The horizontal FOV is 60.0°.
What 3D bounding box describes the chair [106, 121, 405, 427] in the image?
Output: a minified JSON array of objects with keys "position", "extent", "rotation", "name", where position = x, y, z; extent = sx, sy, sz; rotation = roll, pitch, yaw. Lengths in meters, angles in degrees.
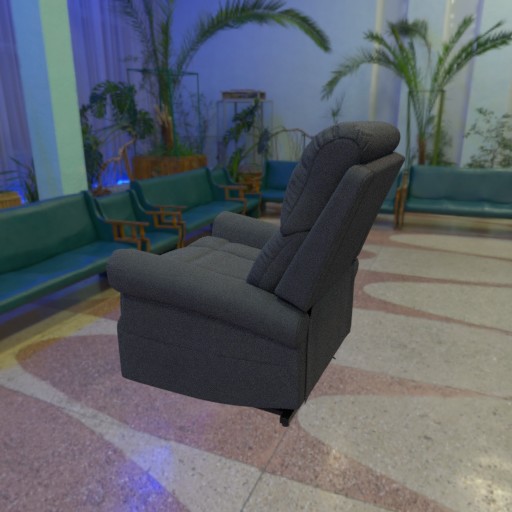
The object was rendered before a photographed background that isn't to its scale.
[{"position":[0.000,0.000,1.766],"extent":[0.979,1.031,0.871],"rotation":[8,19,25],"name":"chair"}]
